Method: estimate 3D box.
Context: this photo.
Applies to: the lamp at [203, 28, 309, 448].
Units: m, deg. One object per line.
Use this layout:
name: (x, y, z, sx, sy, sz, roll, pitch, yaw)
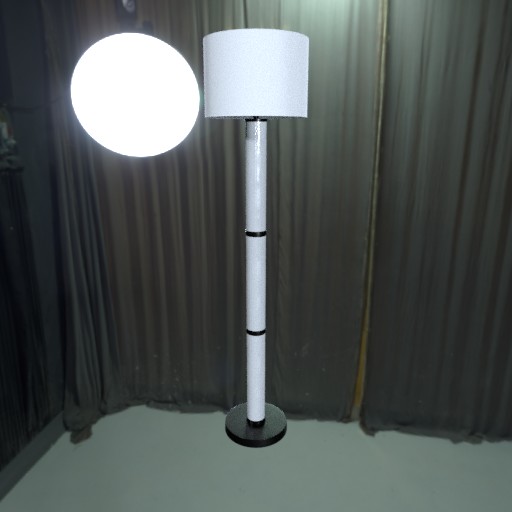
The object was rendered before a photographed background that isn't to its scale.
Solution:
lamp: (0.000, 0.000, 1.785, 0.377, 1.599, 0.377, 2, 16, 7)
